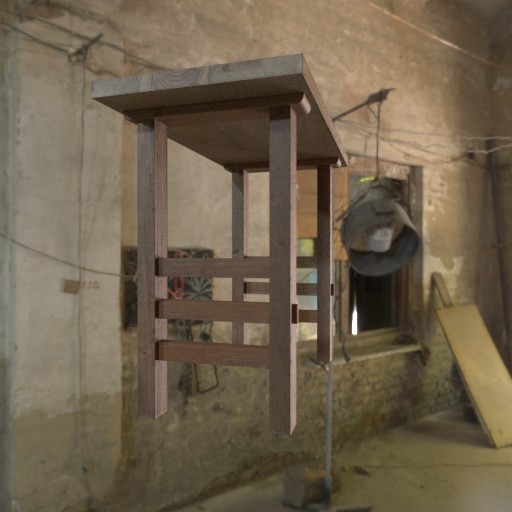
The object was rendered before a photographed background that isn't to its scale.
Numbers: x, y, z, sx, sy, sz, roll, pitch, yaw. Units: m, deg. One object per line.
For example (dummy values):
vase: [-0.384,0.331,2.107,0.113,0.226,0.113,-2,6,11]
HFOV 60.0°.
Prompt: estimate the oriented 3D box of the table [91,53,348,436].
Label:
table: [0.000,0.000,1.607,0.556,0.914,1.119,0,0,17]
